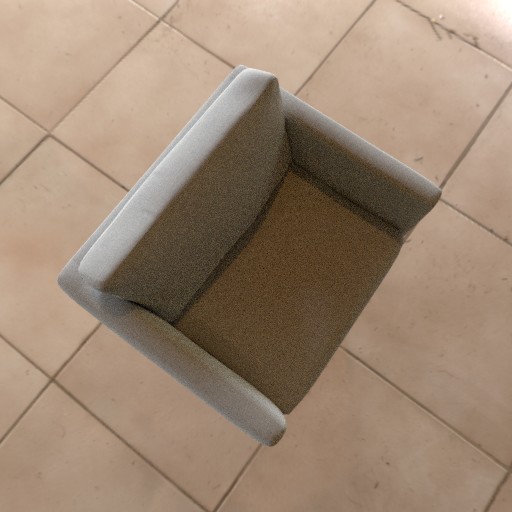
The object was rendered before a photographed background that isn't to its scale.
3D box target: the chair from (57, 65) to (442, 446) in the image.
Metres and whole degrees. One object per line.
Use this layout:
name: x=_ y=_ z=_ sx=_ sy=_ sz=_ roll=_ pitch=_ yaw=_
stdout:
chair: x=0.000 y=0.000 z=1.809 sx=0.953 sy=0.961 sz=1.107 roll=35 pitch=78 yaw=9
